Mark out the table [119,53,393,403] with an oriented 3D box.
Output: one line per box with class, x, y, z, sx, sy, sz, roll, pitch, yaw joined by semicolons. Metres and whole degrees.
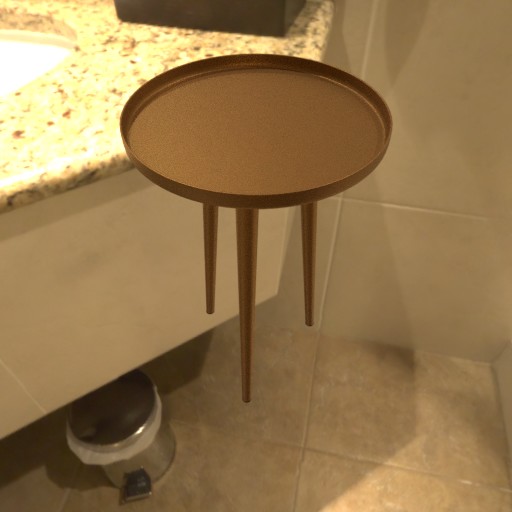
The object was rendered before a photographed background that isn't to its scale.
table;0.000;0.000;0.670;0.299;0.480;0.299;-19;50;-17
